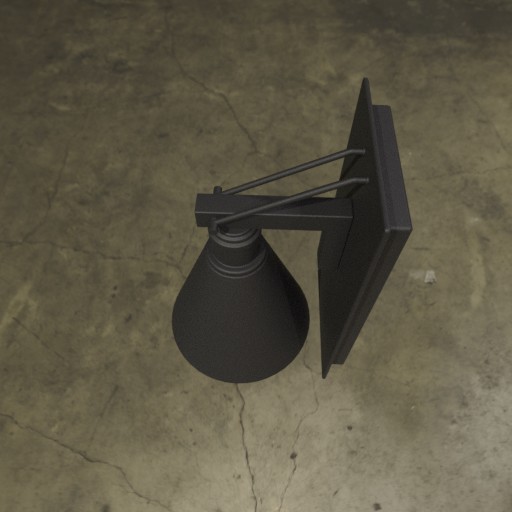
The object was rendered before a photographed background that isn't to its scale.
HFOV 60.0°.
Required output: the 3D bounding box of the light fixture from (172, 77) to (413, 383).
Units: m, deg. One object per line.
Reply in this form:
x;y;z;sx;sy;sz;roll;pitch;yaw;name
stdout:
0.000;0.000;0.431;0.207;0.298;0.170;2;58;1;light fixture
